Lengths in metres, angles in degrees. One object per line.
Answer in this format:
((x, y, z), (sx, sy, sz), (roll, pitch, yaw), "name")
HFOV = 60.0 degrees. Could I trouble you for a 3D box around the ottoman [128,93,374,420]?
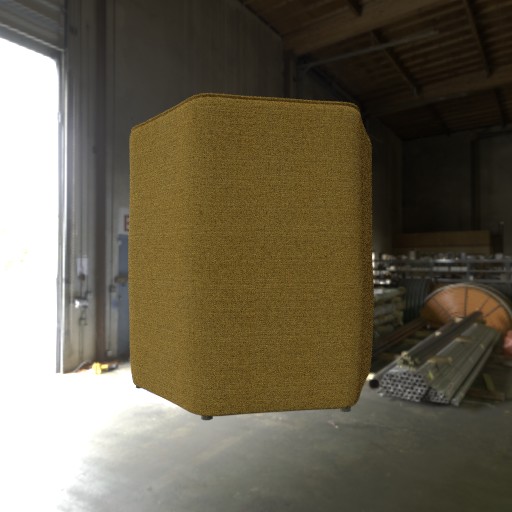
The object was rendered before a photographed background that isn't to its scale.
((0.000, 0.000, 0.888), (0.443, 0.502, 0.494), (0, -1, 20), "ottoman")
